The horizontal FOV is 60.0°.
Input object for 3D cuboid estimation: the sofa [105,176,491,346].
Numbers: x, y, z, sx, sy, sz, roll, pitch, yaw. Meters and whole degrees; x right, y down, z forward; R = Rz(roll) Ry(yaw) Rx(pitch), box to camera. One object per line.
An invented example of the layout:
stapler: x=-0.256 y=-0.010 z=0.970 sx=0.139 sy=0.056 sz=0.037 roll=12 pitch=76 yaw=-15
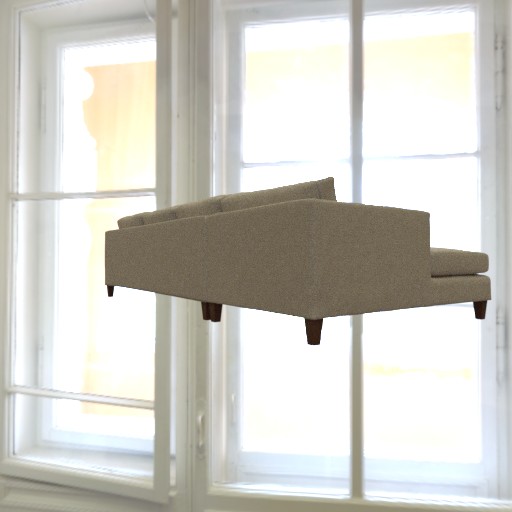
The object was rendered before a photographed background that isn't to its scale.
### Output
sofa: x=0.000 y=0.000 z=3.789 sx=1.625 sy=0.846 sz=3.186 roll=0 pitch=0 yaw=-35
